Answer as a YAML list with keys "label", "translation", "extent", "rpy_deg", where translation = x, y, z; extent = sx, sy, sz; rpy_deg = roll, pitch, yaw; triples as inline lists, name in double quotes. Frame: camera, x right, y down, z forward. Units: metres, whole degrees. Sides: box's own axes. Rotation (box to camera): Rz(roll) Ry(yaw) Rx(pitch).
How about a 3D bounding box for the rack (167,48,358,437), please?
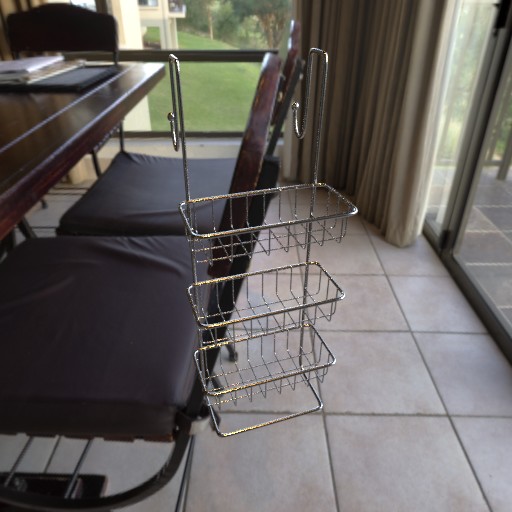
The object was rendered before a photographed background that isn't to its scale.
- label: "rack"
  translation: [0.000, 0.000, 0.690]
  extent: [0.228, 0.574, 0.202]
  rpy_deg: [-10, 33, -16]
